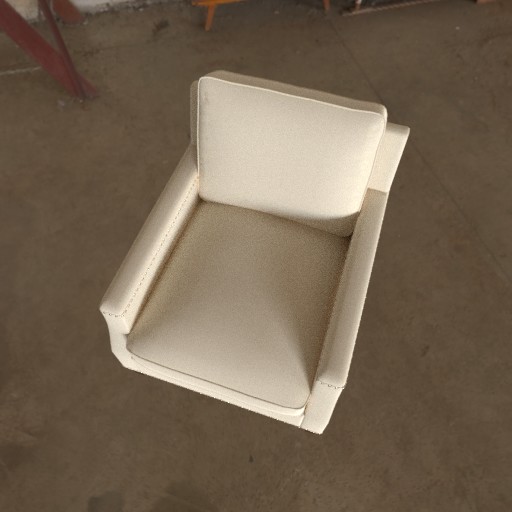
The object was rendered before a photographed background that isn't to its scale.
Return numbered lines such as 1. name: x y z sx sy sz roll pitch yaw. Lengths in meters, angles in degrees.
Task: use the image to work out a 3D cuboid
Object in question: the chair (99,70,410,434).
1. chair: 0.000 0.000 1.698 0.853 0.943 1.014 16 60 10
